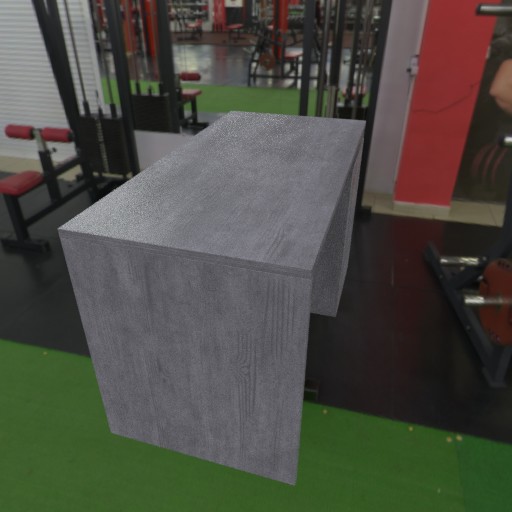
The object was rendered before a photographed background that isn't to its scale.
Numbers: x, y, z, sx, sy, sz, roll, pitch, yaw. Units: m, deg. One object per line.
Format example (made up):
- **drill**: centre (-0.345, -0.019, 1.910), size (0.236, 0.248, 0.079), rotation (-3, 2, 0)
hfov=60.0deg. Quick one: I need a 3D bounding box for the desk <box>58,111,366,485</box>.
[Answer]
- **desk**: centre (0.000, 0.000, 1.639), size (0.600, 0.740, 1.200), rotation (9, 32, 15)
